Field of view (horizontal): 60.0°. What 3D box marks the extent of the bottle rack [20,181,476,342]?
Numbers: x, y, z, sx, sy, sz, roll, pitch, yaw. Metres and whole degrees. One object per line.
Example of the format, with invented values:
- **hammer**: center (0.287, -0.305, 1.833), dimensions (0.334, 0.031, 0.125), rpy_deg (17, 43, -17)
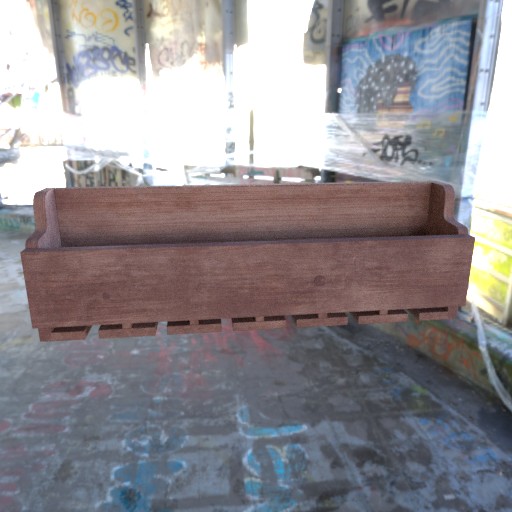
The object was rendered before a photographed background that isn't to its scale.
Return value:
- **bottle rack**: center (0.000, 0.000, 0.658), dimensions (0.608, 0.196, 0.126), rpy_deg (-2, 17, -7)
